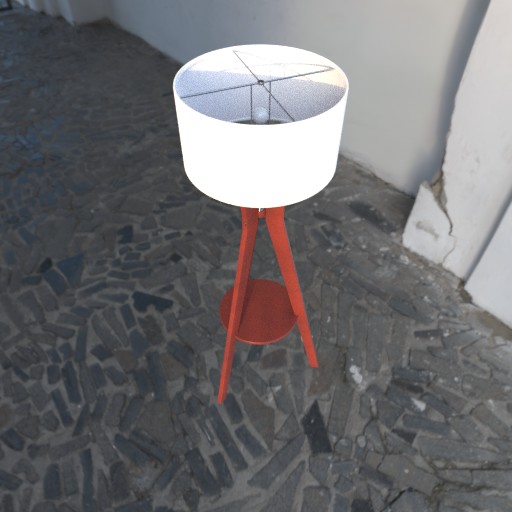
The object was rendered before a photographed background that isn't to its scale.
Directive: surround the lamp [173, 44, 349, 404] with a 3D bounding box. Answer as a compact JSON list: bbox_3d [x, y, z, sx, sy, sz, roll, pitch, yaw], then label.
[{"bbox_3d":[0.000,0.000,1.762,0.539,1.472,0.542,-16,49,-15],"label":"lamp"}]
